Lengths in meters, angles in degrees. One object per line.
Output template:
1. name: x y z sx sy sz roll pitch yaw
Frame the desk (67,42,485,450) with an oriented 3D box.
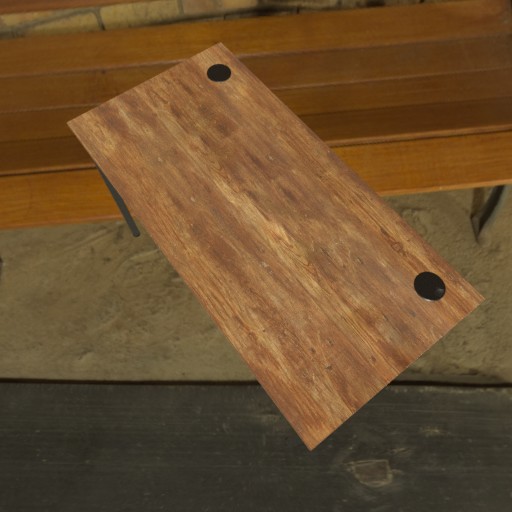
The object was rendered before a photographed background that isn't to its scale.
1. desk: 0.000 0.000 1.622 0.600 0.749 1.200 -35 70 -15
